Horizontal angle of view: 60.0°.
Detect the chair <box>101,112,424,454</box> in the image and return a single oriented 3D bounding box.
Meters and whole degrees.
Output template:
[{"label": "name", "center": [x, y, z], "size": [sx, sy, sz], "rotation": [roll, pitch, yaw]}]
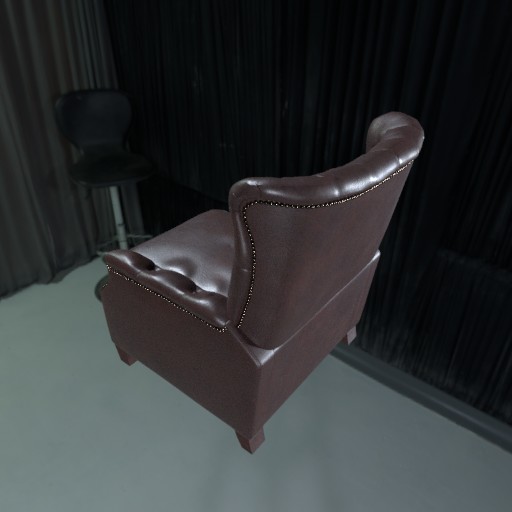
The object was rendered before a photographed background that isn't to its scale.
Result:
[{"label": "chair", "center": [0.000, 0.000, 1.423], "size": [0.823, 0.864, 0.709], "rotation": [22, 38, 32]}]
